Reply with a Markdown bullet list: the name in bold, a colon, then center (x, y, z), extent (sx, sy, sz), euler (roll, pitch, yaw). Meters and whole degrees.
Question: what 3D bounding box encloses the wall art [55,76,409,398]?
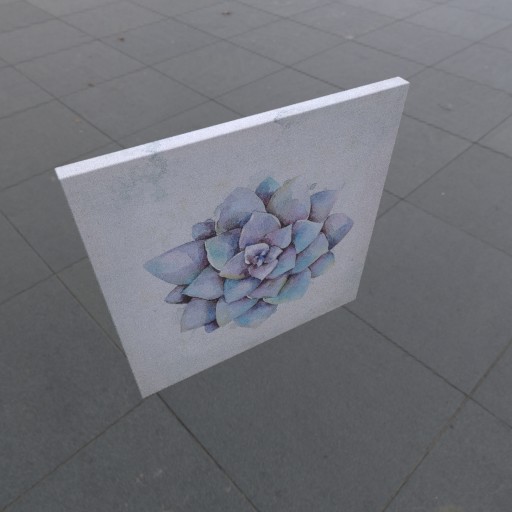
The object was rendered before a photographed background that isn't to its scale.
- **wall art**: center (0.000, 0.000, 1.140), extent (0.762, 0.762, 0.038), euler (-21, 49, -20)
